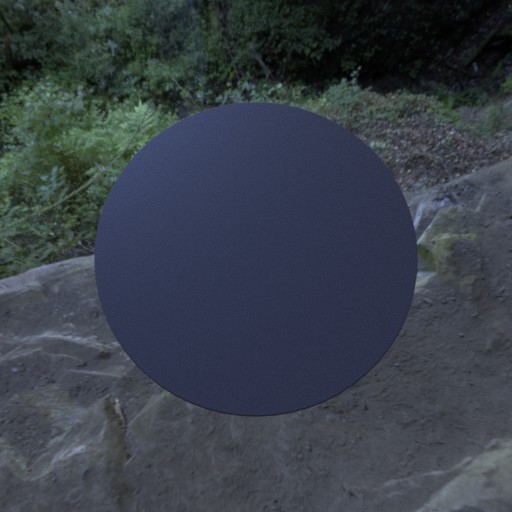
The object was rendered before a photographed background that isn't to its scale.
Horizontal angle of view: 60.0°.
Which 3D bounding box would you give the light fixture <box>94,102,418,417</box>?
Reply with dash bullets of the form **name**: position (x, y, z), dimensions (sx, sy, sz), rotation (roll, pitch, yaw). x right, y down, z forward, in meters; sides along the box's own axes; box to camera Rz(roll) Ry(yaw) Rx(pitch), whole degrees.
- **light fixture**: position (0.000, 0.000, 0.551), dimensions (0.368, 0.100, 0.368), rotation (0, 76, 0)
